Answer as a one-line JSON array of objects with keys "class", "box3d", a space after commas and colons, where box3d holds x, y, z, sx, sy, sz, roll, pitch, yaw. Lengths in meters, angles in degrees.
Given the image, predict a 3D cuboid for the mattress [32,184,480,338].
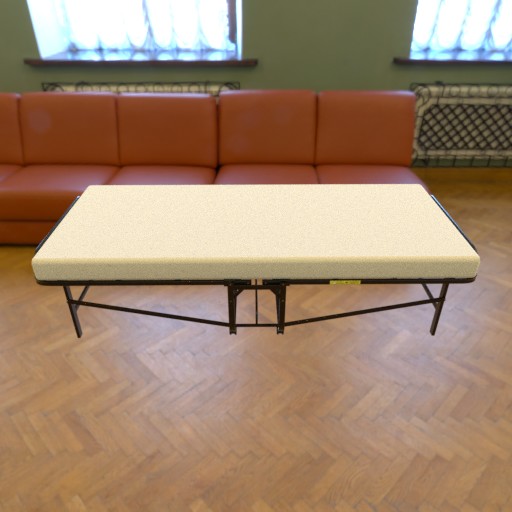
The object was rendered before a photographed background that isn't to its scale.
[{"class": "mattress", "box3d": [0.000, 0.000, 2.543, 2.153, 0.519, 0.922, 0, 32, 0]}]
